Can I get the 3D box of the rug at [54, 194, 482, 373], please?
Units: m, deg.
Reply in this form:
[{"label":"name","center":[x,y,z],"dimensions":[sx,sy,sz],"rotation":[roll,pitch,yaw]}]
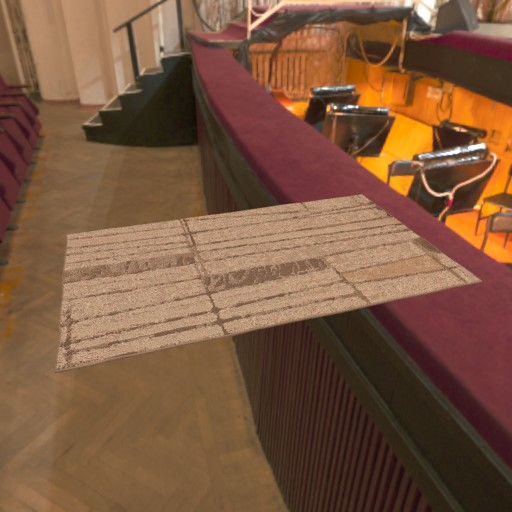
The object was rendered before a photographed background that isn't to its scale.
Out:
[{"label":"rug","center":[0.000,0.000,1.053],"dimensions":[0.867,0.007,0.515],"rotation":[-9,32,-16]}]
